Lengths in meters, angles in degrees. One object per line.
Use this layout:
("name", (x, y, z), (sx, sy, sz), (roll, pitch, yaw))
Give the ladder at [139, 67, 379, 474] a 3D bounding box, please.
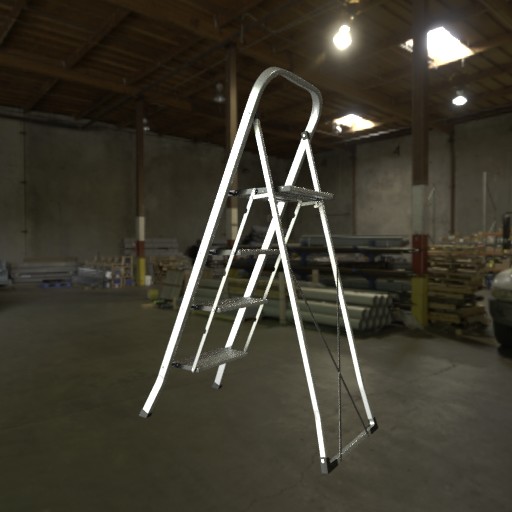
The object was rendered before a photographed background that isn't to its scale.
("ladder", (0.000, 0.000, 1.711), (0.830, 1.290, 0.465), (1, 2, 36))
